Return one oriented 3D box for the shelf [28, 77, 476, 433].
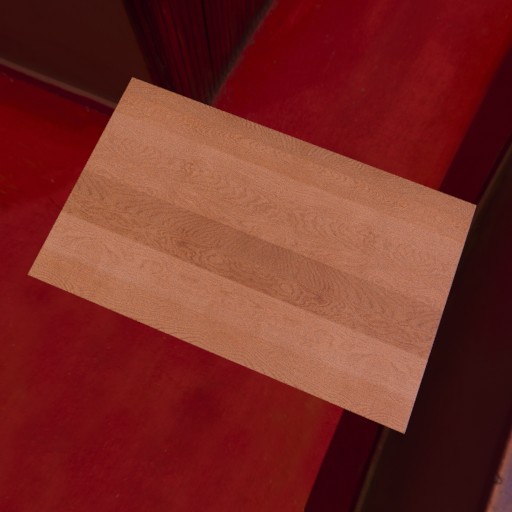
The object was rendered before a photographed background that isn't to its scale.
[{"bbox_3d":[0.000,0.000,1.532,1.150,0.450,0.700,22,78,5],"label":"shelf"}]
